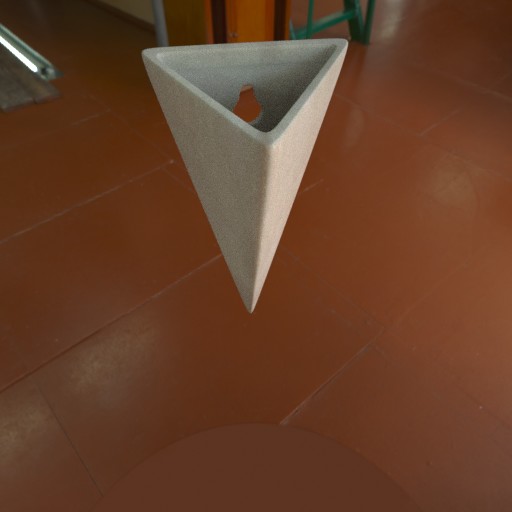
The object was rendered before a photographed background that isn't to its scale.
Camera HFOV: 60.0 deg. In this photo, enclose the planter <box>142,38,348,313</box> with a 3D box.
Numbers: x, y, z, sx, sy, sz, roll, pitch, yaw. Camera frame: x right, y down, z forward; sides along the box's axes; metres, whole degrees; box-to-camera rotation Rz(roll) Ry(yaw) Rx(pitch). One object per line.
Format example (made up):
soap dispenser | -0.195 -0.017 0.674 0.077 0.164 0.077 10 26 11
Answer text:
planter | 0.000 0.000 0.273 0.101 0.224 0.081 -5 48 -5
